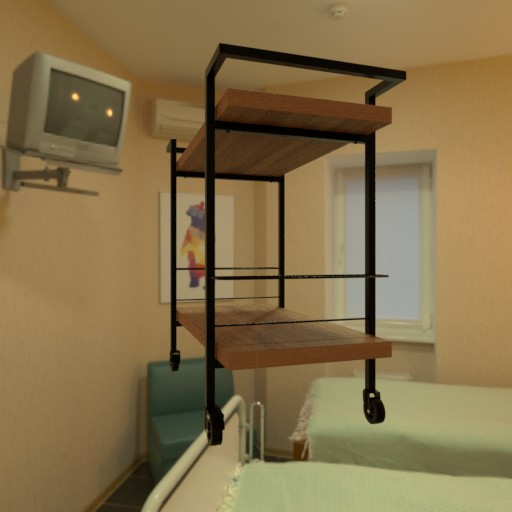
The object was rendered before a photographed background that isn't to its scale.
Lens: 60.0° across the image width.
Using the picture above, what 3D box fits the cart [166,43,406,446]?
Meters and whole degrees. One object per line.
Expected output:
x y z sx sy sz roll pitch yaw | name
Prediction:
0.000 0.000 1.236 0.406 0.762 0.806 0 0 -18 | cart
